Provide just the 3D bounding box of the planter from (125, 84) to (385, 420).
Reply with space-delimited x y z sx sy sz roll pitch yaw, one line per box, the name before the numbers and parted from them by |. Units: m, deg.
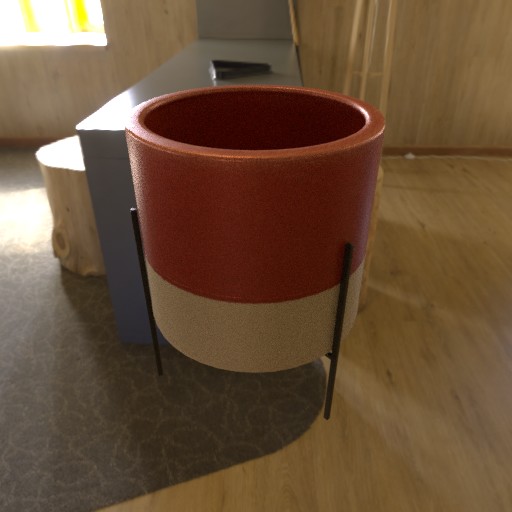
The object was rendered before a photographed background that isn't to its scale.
planter | 0.000 0.000 0.723 0.345 0.465 0.354 10 34 15
